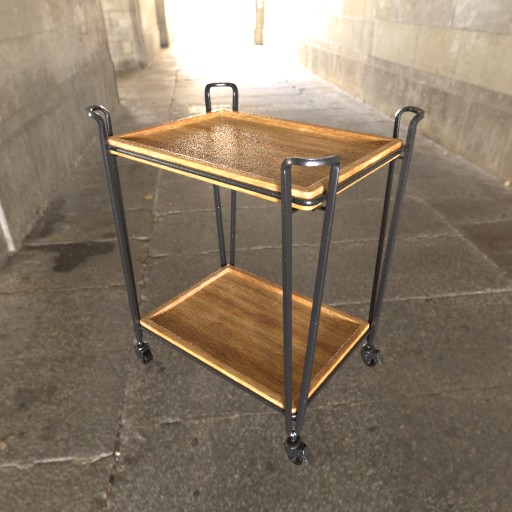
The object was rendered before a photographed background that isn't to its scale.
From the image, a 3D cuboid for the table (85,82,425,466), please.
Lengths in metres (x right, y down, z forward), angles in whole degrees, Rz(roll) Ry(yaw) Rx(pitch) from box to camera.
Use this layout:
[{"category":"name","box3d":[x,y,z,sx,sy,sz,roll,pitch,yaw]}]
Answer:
[{"category":"table","box3d":[0.000,0.000,1.220,0.672,0.785,0.505,21,36,32]}]
